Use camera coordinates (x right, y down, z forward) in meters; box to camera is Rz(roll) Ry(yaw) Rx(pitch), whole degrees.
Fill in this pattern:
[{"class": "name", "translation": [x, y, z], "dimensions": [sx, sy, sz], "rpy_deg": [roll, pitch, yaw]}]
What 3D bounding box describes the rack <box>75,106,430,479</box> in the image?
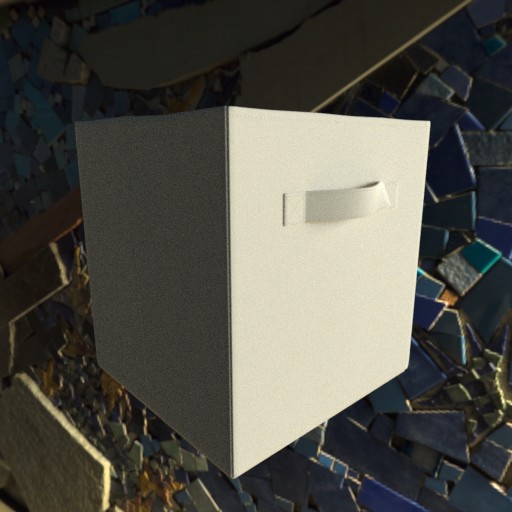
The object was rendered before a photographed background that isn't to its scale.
[{"class": "rack", "translation": [0.000, 0.000, 0.480], "dimensions": [0.270, 0.280, 0.270], "rpy_deg": [-12, 19, -41]}]
